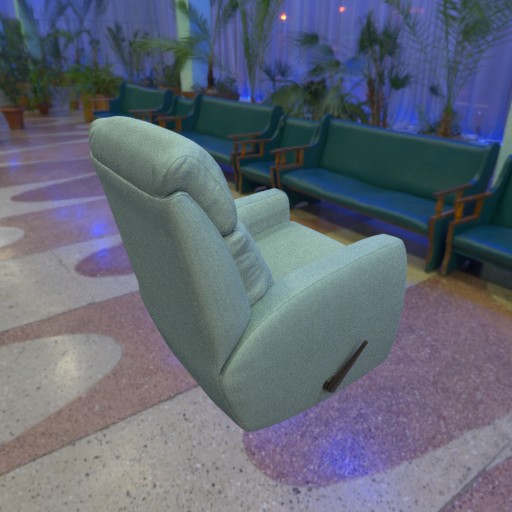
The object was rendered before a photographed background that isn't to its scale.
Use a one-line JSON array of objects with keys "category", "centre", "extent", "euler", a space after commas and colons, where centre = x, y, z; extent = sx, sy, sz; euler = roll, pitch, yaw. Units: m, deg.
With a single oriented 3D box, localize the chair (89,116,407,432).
[{"category": "chair", "centre": [0.000, 0.000, 1.643], "extent": [0.940, 1.013, 0.812], "euler": [-17, 31, -31]}]
